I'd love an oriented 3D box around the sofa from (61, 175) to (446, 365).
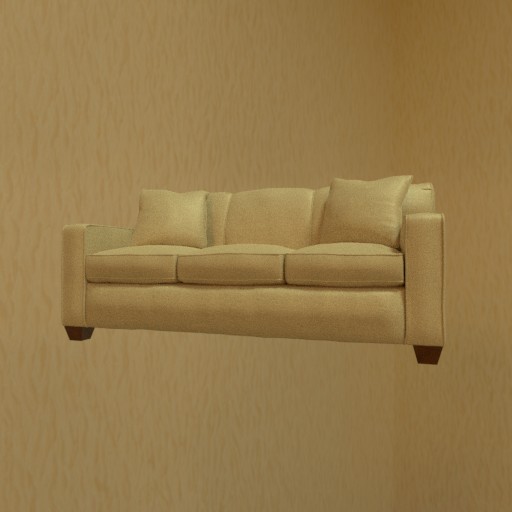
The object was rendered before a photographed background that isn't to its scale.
[{"bbox_3d":[0.000,0.000,2.620,2.024,0.958,0.997,0,-1,18],"label":"sofa"}]
